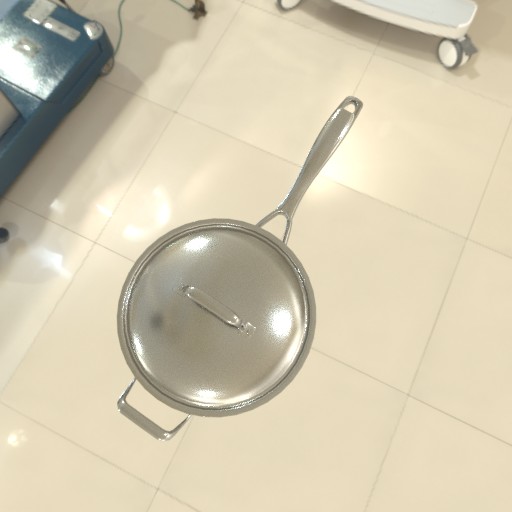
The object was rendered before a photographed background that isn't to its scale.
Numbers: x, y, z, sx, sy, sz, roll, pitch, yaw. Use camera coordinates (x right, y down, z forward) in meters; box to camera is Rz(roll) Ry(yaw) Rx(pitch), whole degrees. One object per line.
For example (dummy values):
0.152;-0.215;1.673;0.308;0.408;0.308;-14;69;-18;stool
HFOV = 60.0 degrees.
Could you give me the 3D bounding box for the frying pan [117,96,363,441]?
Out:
0.000;0.000;0.577;0.245;0.111;0.492;32;76;9;frying pan
